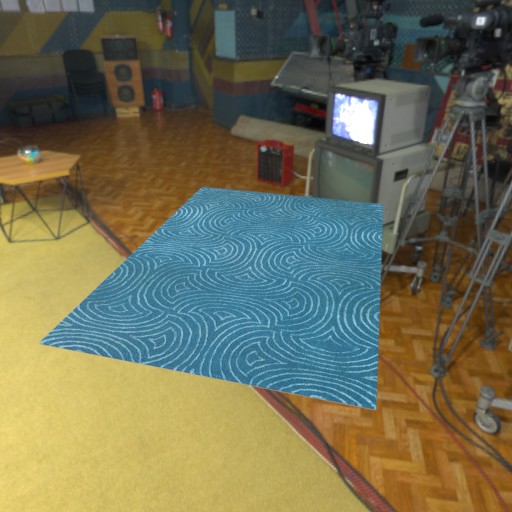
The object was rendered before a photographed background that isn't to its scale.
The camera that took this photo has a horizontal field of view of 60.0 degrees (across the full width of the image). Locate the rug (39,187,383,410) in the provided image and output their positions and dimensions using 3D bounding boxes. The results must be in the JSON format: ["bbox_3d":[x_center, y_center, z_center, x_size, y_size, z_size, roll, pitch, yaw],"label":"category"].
[{"bbox_3d":[0.000,0.000,2.815,1.543,0.015,2.144,7,30,13],"label":"rug"}]
